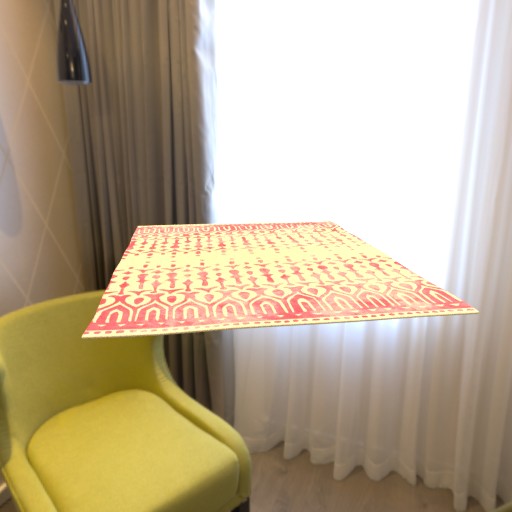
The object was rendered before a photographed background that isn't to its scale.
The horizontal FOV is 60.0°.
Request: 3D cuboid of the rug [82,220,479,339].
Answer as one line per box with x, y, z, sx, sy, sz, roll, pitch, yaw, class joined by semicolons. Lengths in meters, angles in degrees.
0.000;0.000;4.090;2.441;0.016;3.095;-2;16;-8;rug
